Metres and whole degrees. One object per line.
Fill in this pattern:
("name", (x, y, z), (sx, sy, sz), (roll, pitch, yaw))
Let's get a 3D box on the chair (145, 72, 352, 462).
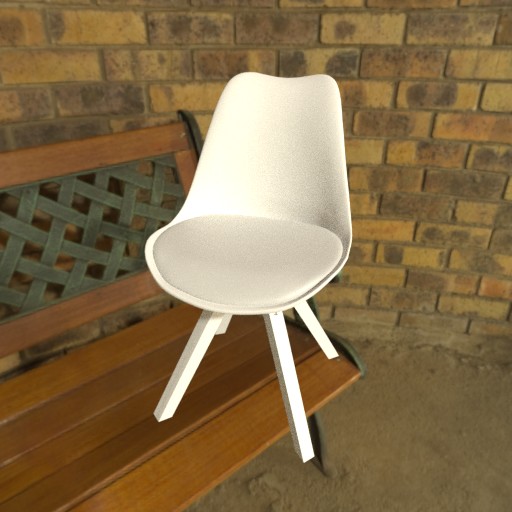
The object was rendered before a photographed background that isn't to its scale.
("chair", (0.000, 0.000, 1.167), (0.485, 0.850, 0.550), (9, 29, 16))
